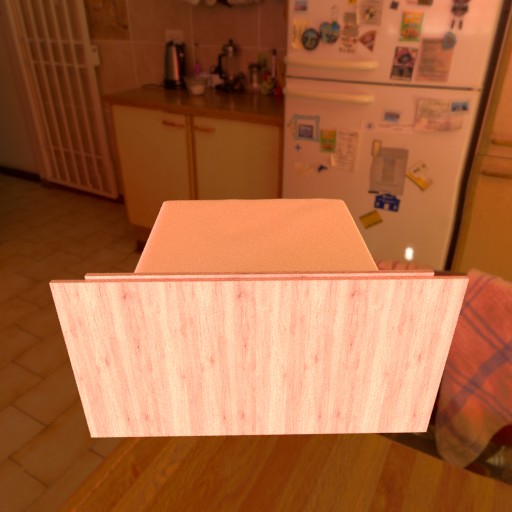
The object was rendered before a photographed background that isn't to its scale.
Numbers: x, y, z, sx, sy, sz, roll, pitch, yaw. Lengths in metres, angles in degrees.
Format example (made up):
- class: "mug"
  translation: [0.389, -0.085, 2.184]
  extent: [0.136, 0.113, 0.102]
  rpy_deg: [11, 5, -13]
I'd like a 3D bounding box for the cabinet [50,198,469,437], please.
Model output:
- class: "cabinet"
  translation: [0.000, 0.000, 2.984]
  extent: [1.750, 0.970, 2.080]
  rpy_deg: [-1, 29, -1]
